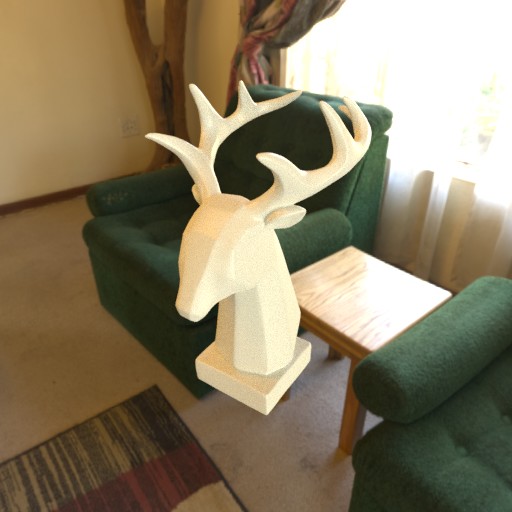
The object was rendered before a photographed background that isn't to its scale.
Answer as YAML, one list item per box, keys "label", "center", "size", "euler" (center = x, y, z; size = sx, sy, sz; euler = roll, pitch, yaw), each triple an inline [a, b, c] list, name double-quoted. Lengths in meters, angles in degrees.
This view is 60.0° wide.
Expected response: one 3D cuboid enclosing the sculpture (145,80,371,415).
- label: "sculpture"
  center: [0.000, 0.000, 0.469]
  size: [0.174, 0.329, 0.224]
  euler: [19, 35, 29]
